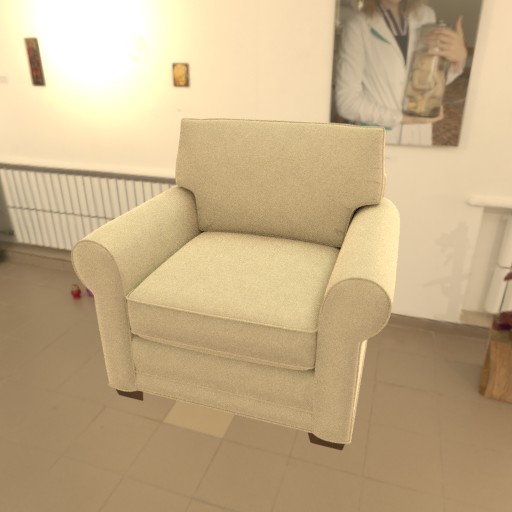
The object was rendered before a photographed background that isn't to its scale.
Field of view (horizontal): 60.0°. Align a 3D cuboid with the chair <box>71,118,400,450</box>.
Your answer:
[{"bbox_3d":[0.000,0.000,1.727,1.040,0.955,0.863,8,26,16],"label":"chair"}]
